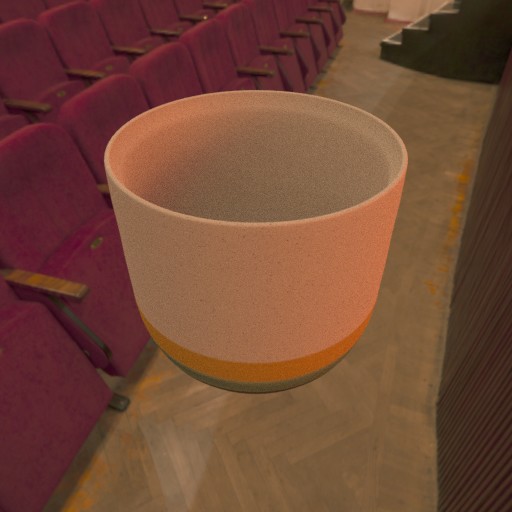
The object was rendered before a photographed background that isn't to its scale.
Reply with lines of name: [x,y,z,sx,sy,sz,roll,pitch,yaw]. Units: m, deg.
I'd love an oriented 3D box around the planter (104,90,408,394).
planter: [0.000,0.000,0.485,0.268,0.270,0.268,0,39,0]
